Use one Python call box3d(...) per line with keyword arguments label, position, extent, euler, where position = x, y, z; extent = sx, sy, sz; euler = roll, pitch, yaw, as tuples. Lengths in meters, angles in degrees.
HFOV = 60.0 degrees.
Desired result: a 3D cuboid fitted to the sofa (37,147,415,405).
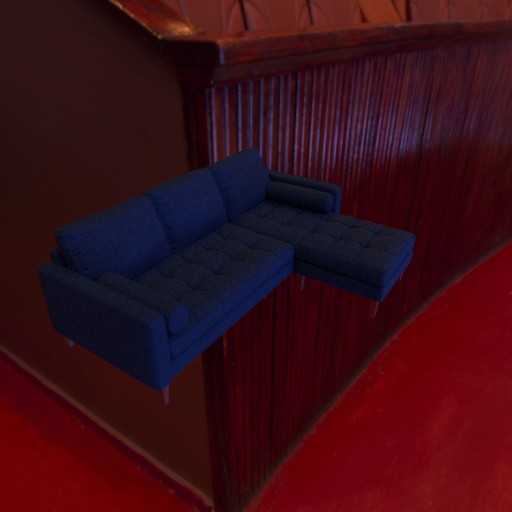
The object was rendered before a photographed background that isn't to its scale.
box3d(label="sofa", position=(0.000, 0.000, 3.006), extent=(1.613, 0.841, 2.185), euler=(19, 35, 29))
